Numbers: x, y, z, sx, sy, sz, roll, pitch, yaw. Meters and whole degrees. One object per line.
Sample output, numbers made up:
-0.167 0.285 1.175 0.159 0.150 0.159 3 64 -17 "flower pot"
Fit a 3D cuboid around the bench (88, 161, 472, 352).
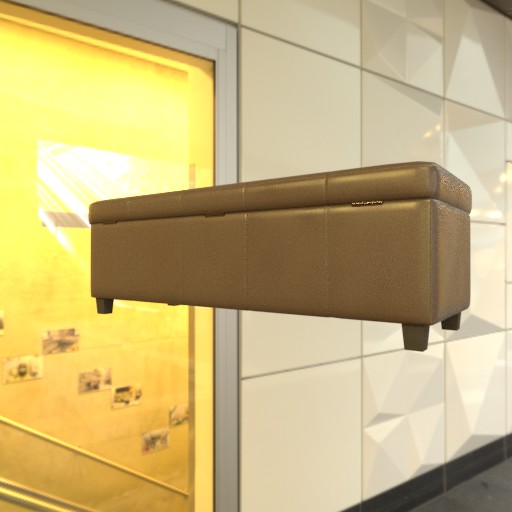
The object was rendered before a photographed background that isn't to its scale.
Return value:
0.000 0.000 1.436 1.219 0.417 0.450 0 0 35 "bench"
